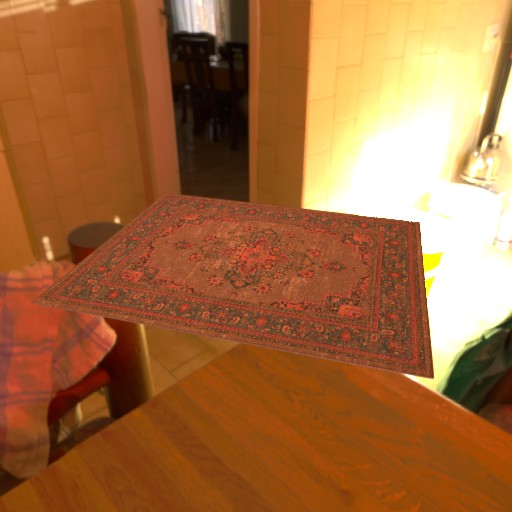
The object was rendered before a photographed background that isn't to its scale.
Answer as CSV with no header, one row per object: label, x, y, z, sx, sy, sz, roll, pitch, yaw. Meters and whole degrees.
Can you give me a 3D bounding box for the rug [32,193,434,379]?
rug,0.000,0.000,4.203,3.057,0.013,2.434,8,31,14
